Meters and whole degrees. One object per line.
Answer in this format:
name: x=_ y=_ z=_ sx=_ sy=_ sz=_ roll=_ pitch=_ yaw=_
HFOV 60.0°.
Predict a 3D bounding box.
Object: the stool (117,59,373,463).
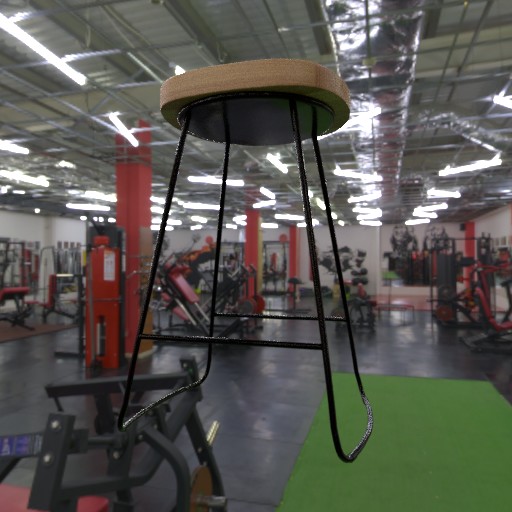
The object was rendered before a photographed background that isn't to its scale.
stool: x=0.000 y=0.000 z=0.945 sx=0.480 sy=0.679 sz=0.401 roll=0 pitch=-1 yaw=18
